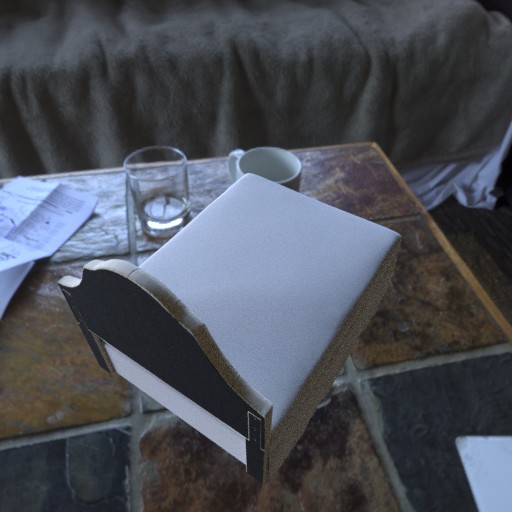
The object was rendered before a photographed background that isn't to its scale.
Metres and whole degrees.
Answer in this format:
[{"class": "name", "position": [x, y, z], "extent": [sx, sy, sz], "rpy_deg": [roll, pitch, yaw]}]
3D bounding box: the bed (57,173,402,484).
[{"class": "bed", "position": [0.000, 0.000, 3.177], "extent": [1.627, 1.575, 2.092], "rpy_deg": [26, 52, 22]}]
